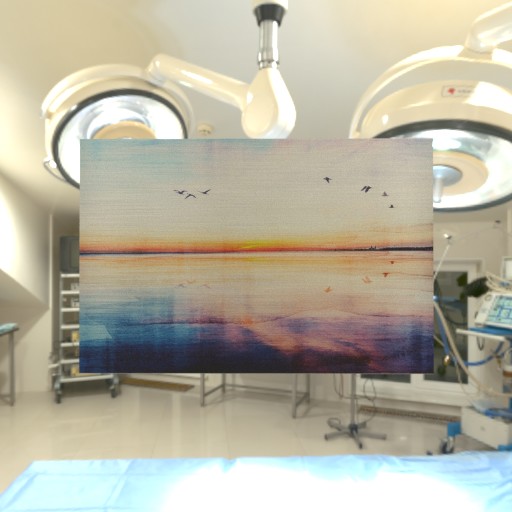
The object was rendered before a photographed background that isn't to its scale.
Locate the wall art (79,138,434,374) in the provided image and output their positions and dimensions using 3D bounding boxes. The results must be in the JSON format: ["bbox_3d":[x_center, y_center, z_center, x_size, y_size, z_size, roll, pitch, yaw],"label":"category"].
[{"bbox_3d":[0.000,0.000,1.158,0.911,0.605,0.037,0,0,0],"label":"wall art"}]
